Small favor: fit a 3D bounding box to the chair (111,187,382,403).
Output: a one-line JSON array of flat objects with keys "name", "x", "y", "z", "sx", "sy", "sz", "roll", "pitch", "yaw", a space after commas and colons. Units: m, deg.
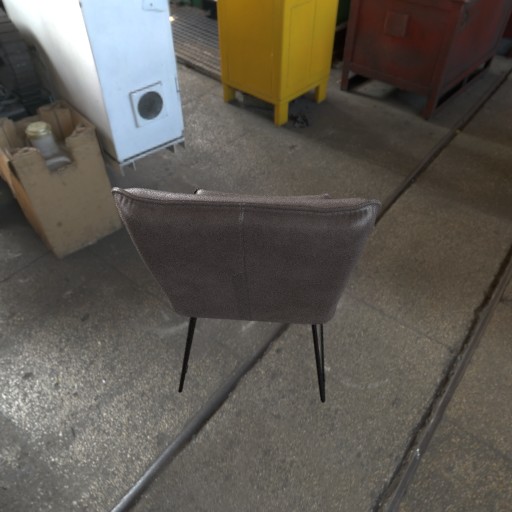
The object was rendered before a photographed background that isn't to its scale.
[{"name": "chair", "x": 0.000, "y": 0.000, "z": 1.351, "sx": 0.515, "sy": 0.932, "sz": 0.688, "roll": 3, "pitch": 46, "yaw": 3}]
